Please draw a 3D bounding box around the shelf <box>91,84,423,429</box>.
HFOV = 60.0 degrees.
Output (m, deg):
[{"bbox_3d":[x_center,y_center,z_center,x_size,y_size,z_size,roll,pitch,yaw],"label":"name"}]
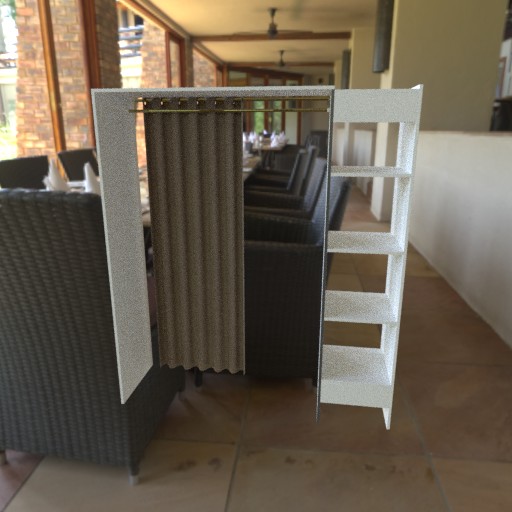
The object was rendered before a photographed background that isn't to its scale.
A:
[{"bbox_3d":[0.000,0.000,2.596,1.600,1.820,0.500,2,16,8],"label":"shelf"}]
